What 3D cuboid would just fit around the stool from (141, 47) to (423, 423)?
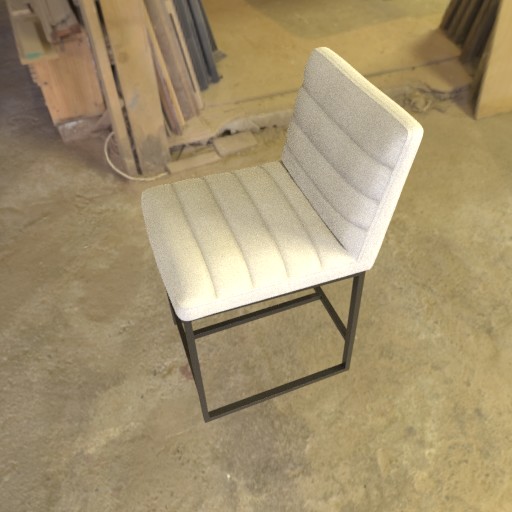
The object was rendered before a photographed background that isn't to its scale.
[{"bbox_3d":[0.000,0.000,1.297,0.567,0.971,0.459,-16,49,-14],"label":"stool"}]
